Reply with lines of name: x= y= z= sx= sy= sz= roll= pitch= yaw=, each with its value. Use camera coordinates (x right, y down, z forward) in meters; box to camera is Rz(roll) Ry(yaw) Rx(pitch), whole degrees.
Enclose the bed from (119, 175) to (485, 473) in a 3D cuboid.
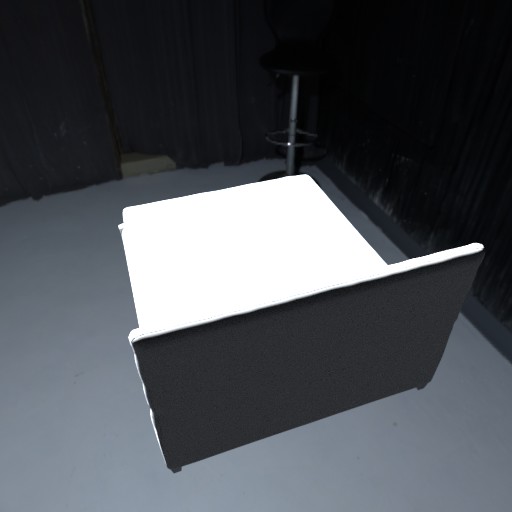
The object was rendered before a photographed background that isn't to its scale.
bed: x=0.000 y=0.000 z=3.618 sx=2.078 sy=1.427 sz=2.387 roll=-13 pitch=43 yaw=-14
